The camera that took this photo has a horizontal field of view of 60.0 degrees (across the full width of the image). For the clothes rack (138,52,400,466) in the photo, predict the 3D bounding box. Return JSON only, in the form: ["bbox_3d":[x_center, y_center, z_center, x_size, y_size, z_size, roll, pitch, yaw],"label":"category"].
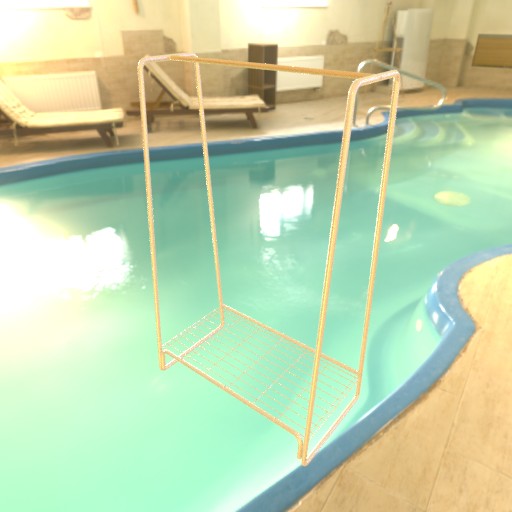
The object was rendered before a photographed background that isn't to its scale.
[{"bbox_3d":[0.000,0.000,1.866,0.900,1.500,0.495,22,36,33],"label":"clothes rack"}]
